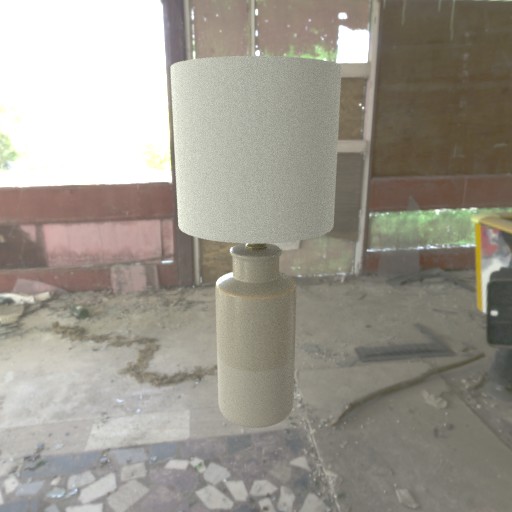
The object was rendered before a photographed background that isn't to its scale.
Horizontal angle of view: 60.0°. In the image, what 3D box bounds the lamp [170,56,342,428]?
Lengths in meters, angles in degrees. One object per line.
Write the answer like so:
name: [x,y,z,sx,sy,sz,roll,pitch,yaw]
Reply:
lamp: [0.000,0.000,0.628,0.212,0.493,0.212,8,18,26]
